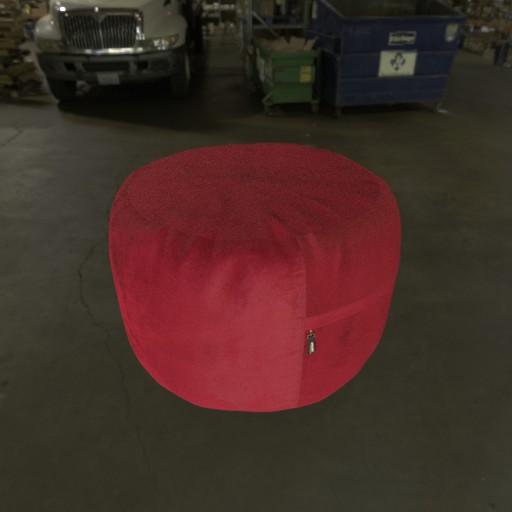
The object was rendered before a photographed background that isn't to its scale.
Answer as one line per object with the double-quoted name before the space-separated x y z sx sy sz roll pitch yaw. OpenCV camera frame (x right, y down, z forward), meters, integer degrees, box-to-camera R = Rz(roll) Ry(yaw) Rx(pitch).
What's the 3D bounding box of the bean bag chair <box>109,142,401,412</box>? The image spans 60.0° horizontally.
"bean bag chair" 0.000 0.000 1.971 1.219 0.762 1.219 0 31 0
